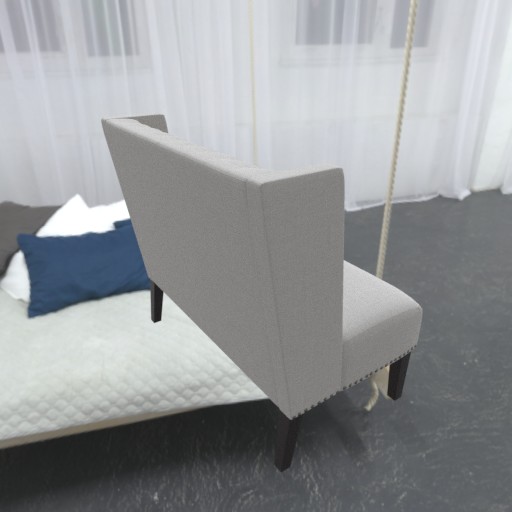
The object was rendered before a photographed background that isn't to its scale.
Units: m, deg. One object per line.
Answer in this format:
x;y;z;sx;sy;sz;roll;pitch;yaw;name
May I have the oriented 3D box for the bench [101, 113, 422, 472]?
0.000;0.000;1.998;0.847;1.123;1.280;-17;31;-31;bench
